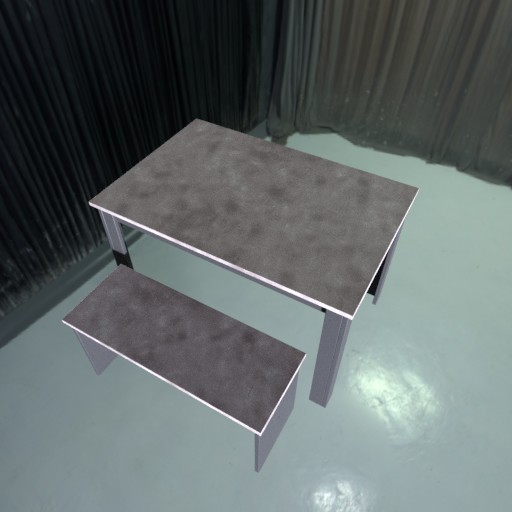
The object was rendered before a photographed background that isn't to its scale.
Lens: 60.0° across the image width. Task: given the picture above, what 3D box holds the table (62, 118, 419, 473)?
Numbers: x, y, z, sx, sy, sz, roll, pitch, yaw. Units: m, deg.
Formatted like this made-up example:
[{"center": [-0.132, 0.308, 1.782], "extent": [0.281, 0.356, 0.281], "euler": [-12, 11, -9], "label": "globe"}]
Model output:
[{"center": [0.000, 0.000, 2.016], "extent": [1.100, 0.700, 1.443], "euler": [23, 51, 20], "label": "table"}]
